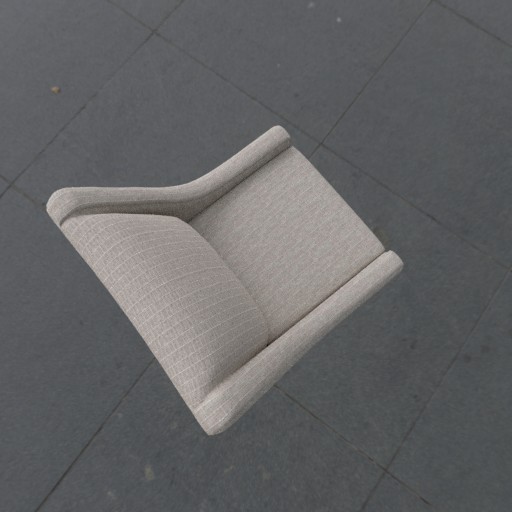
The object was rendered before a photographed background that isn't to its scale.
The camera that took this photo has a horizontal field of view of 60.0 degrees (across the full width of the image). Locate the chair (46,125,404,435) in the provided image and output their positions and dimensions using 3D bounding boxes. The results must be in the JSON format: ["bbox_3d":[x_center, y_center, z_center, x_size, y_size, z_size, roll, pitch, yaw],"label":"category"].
[{"bbox_3d":[0.000,0.000,1.640,0.870,1.014,0.774,-38,79,-8],"label":"chair"}]
